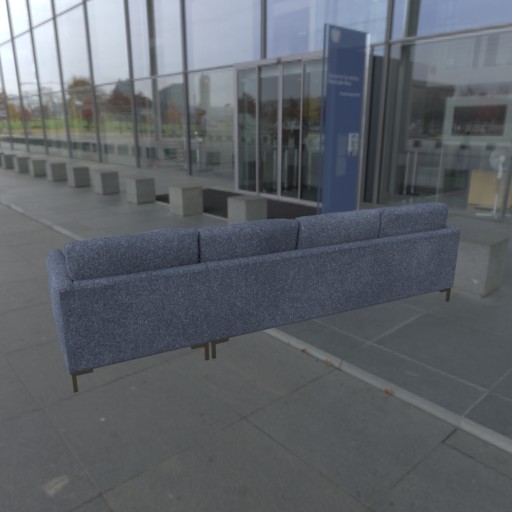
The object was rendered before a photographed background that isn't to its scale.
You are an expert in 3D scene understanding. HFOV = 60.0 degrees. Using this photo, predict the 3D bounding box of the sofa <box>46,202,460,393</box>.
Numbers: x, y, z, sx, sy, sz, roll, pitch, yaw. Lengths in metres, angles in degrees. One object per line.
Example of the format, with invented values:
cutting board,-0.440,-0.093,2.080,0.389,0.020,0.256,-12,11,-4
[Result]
sofa,0.000,0.000,3.428,2.932,0.810,1.350,-8,18,-26
